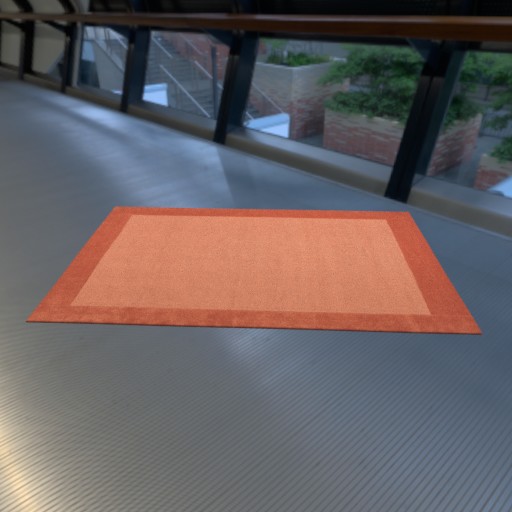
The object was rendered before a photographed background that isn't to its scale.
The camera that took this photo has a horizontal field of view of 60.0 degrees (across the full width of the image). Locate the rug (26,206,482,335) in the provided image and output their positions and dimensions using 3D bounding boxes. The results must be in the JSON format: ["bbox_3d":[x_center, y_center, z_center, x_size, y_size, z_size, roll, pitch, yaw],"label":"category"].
[{"bbox_3d":[0.000,0.000,3.018,2.438,0.014,1.524,1,30,2],"label":"rug"}]
